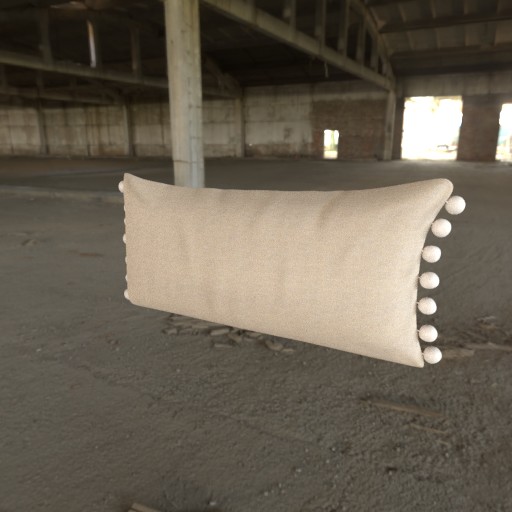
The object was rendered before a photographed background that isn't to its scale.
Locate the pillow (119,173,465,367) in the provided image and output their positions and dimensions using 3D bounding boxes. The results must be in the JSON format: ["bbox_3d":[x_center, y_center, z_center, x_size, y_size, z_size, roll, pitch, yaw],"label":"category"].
[{"bbox_3d":[0.000,0.000,0.857,0.709,0.322,0.201,8,17,26],"label":"pillow"}]
